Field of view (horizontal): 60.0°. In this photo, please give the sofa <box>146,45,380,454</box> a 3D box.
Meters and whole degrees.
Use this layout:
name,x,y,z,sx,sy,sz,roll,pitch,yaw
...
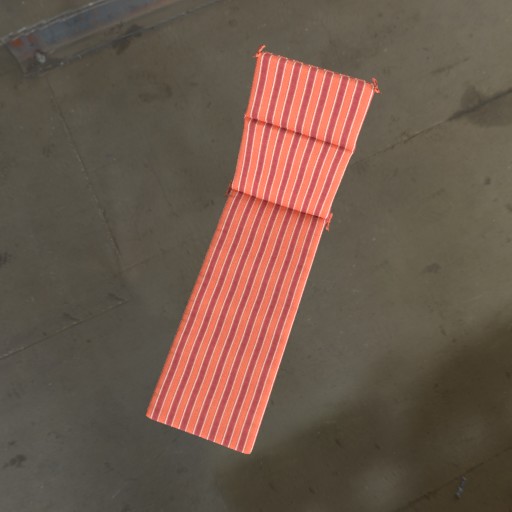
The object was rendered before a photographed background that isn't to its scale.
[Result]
name,x,y,z,sx,sy,sz,roll,pitch,yaw
sofa,0.000,0.000,1.968,0.582,0.622,1.663,18,77,4
